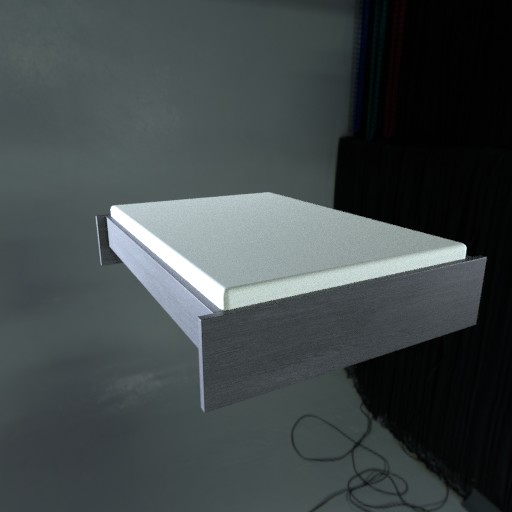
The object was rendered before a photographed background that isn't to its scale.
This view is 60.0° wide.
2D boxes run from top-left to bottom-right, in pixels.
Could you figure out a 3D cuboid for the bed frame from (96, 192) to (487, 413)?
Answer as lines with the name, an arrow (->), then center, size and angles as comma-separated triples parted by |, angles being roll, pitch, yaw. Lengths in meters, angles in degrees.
bed frame -> 0.000, 0.000, 2.672 | 1.490, 0.432, 1.950 | -9, 19, -27
